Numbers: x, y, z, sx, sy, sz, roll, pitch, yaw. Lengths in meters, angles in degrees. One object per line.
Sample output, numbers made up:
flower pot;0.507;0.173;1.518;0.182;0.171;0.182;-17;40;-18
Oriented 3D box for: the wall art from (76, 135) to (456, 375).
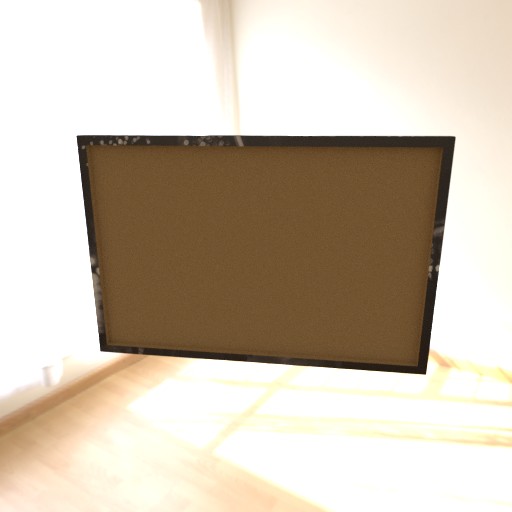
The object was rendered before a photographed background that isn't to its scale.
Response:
wall art;0.000;0.000;1.161;0.914;0.609;0.038;2;17;8
